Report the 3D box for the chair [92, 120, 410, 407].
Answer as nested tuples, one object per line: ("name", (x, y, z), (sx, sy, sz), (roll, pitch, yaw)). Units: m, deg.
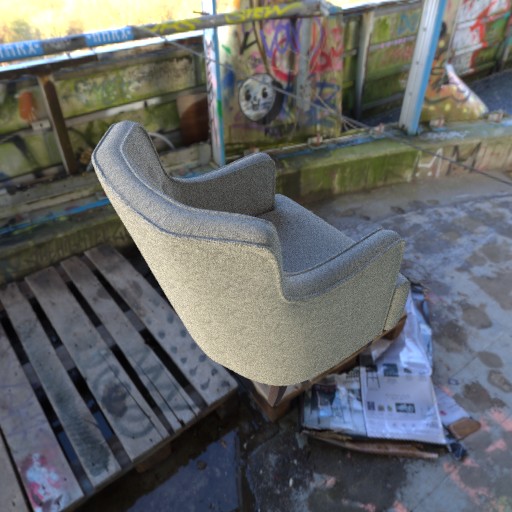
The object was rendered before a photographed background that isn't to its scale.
("chair", (0.000, 0.000, 1.658), (0.910, 0.920, 0.820), (-25, 46, -27))
